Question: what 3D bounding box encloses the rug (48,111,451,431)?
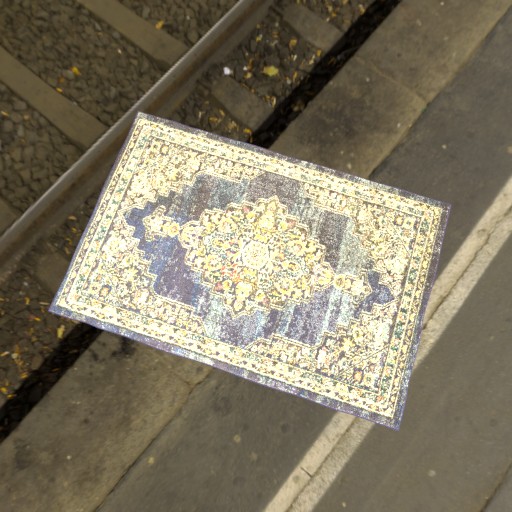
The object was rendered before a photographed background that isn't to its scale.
[{"bbox_3d":[0.000,0.000,2.259,1.781,0.012,1.184,18,76,5],"label":"rug"}]
